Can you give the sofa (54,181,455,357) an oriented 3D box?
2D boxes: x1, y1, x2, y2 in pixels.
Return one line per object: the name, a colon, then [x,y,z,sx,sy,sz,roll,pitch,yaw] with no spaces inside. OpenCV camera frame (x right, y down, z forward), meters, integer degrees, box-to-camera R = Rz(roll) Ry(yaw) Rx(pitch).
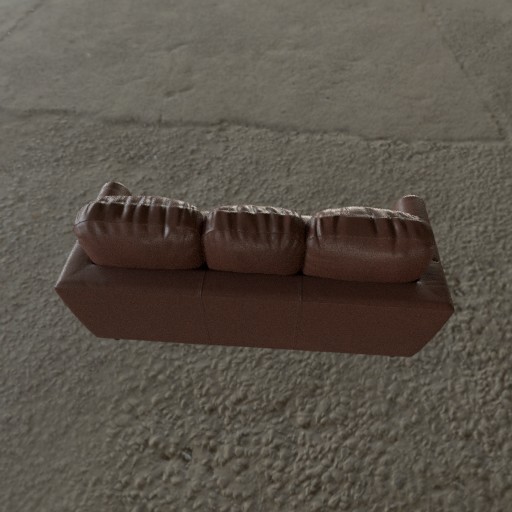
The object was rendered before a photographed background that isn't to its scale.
sofa: [0.000,0.000,2.391,1.862,0.915,0.802,3,47,3]
